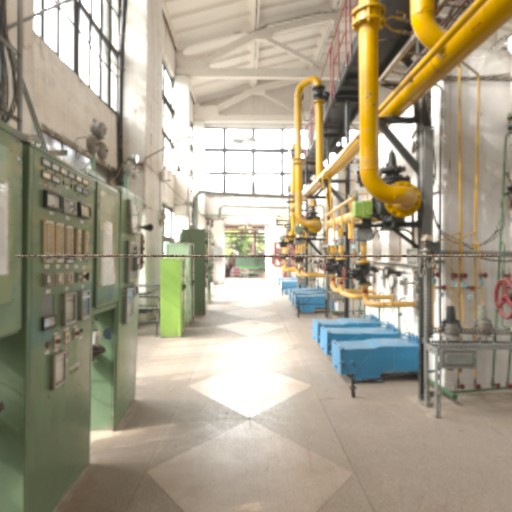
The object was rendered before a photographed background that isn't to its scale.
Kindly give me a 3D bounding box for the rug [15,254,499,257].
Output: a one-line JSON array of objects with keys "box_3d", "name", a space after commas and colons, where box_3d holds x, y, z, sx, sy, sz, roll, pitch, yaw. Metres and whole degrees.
[{"box_3d": [0.000, 0.000, 4.122, 3.226, 0.024, 2.436, 0, 0, 0], "name": "rug"}]
